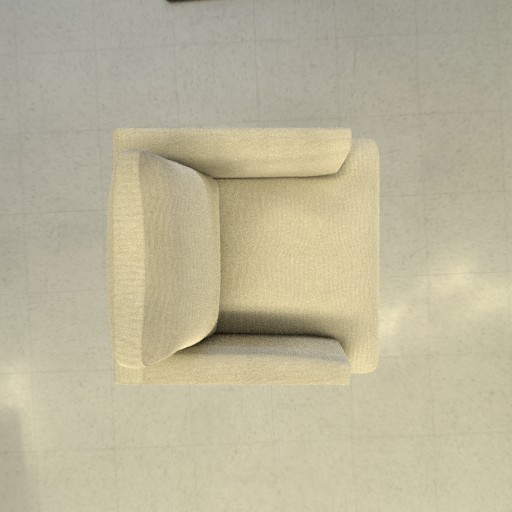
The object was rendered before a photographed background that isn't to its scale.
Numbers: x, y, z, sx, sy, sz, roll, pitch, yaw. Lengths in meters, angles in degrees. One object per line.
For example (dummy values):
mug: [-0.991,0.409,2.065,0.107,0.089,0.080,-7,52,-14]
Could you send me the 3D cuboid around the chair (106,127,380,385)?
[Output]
chair: [0.000,0.000,1.602,0.899,0.957,0.858,0,90,0]
